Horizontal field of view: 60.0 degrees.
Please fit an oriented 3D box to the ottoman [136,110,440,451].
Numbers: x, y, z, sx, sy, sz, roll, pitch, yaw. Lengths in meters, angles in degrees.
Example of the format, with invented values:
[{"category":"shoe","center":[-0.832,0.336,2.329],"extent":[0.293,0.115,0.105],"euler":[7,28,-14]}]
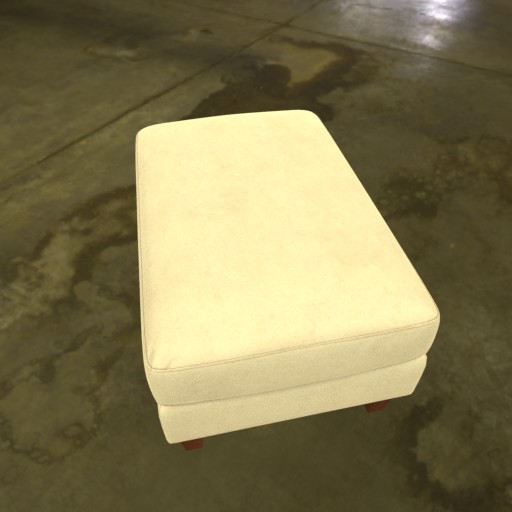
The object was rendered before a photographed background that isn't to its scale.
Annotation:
[{"category":"ottoman","center":[0.000,0.000,1.209],"extent":[0.584,0.483,0.864],"euler":[-8,46,-8]}]
